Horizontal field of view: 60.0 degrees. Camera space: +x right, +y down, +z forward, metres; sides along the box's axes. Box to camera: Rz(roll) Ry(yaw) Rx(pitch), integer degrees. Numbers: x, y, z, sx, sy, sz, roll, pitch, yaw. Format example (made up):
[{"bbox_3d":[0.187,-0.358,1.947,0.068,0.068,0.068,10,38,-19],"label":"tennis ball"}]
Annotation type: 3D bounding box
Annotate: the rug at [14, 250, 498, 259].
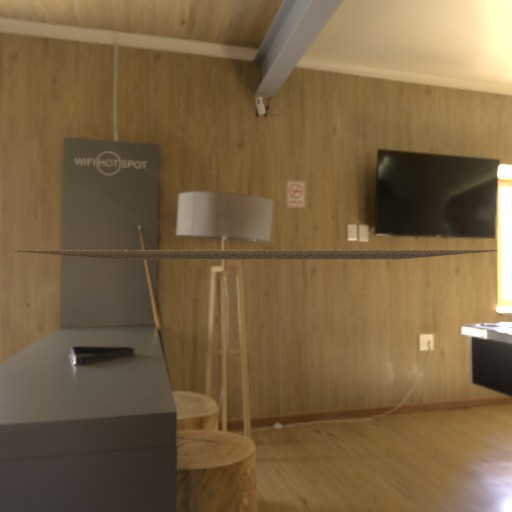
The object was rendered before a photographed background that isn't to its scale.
[{"bbox_3d":[0.000,0.000,2.281,1.828,0.005,1.219,0,-2,1],"label":"rug"}]
